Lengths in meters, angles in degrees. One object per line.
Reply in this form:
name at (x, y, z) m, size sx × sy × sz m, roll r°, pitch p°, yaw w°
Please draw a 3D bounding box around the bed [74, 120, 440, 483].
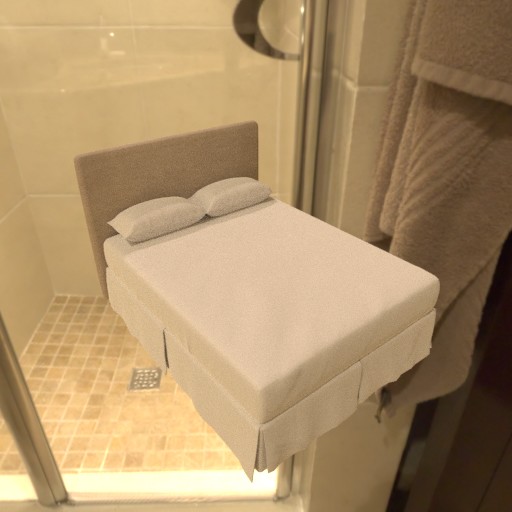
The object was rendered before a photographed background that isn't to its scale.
bed at (0.000, 0.000, 3.230) m, size 1.713 × 1.330 × 2.162 m, roll -22°, pitch 37°, yaw -32°
